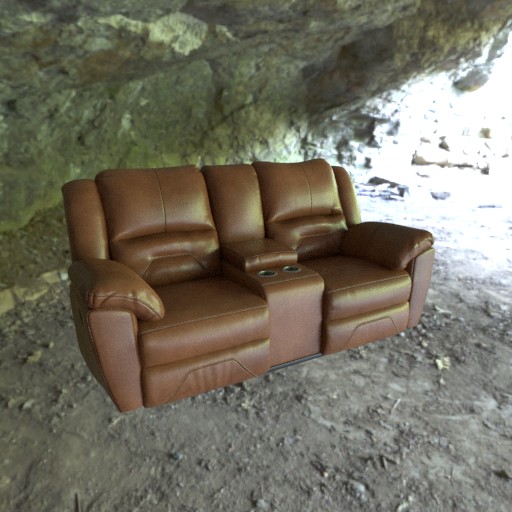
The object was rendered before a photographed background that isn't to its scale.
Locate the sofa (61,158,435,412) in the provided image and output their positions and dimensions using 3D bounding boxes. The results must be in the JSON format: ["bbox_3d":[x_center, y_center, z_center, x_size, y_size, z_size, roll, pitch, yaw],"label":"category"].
[{"bbox_3d":[0.000,0.000,2.626,2.058,1.043,0.991,-9,19,-28],"label":"sofa"}]
